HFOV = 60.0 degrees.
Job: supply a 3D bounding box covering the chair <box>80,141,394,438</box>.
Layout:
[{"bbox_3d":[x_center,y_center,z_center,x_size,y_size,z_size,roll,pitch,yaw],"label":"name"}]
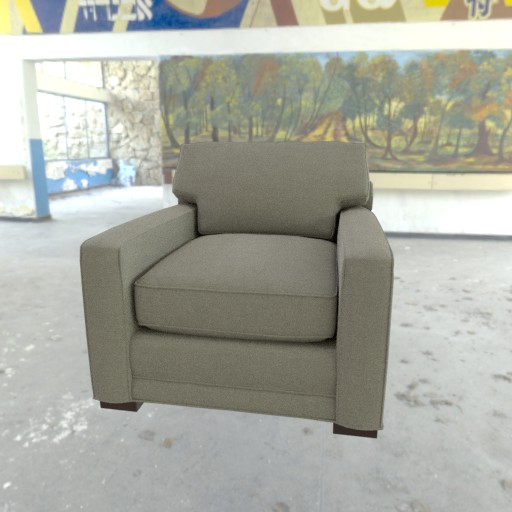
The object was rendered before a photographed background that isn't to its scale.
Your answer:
[{"bbox_3d":[0.000,0.000,1.852,0.999,0.934,1.044,3,14,10],"label":"chair"}]
